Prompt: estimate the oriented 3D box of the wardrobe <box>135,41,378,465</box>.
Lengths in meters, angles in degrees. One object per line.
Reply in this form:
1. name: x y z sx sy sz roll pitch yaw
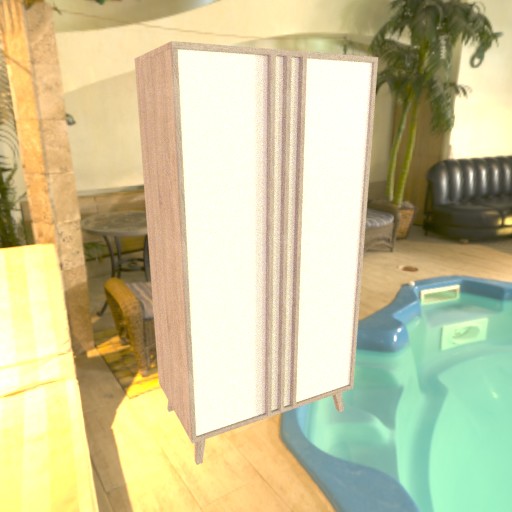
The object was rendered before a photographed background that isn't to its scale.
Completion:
1. wardrobe: 0.000 0.000 2.384 1.000 1.960 0.600 -9 19 -26
